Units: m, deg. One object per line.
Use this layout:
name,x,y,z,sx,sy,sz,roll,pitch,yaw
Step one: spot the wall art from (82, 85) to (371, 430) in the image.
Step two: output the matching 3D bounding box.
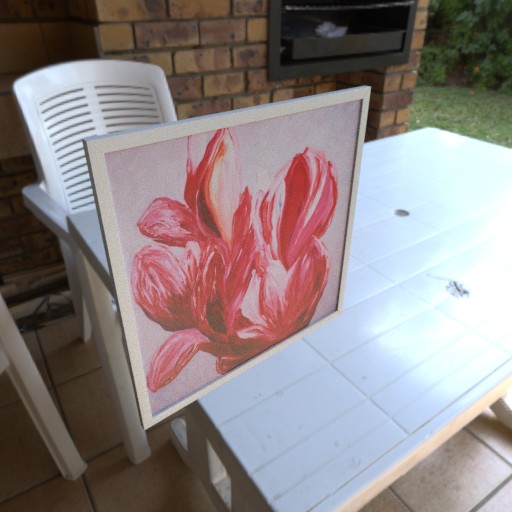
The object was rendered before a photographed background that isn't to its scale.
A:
wall art,0.000,0.000,1.231,0.805,0.803,0.022,-23,38,-32
